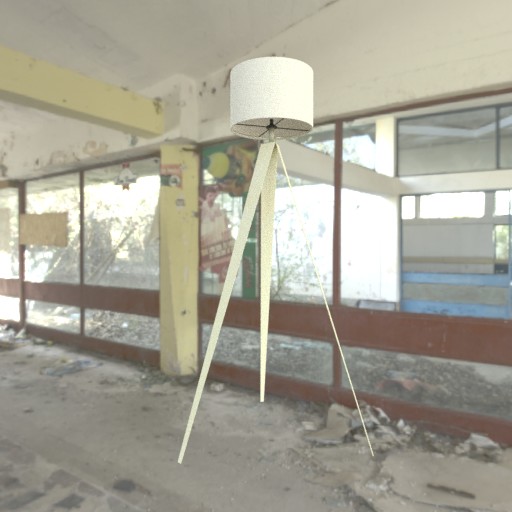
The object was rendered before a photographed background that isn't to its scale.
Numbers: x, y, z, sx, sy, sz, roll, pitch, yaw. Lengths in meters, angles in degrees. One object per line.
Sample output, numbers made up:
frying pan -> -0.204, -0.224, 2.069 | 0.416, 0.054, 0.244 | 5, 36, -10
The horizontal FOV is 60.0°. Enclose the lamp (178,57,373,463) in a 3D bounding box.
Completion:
lamp -> 0.000, 0.000, 1.909 | 0.724, 1.524, 0.716 | 0, 1, -18
